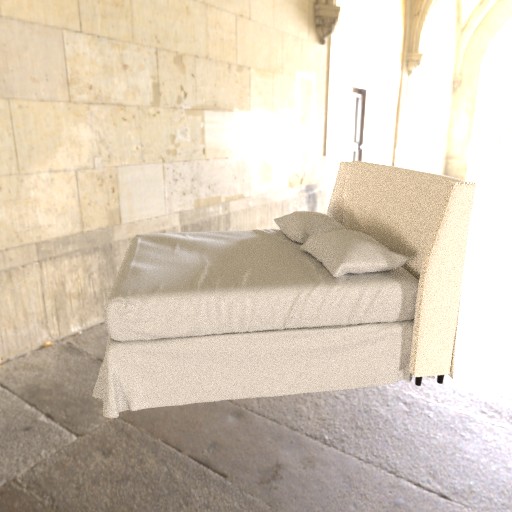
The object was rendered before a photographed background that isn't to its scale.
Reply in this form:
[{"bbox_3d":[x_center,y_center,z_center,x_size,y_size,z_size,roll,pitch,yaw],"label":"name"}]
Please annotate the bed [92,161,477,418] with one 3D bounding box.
[{"bbox_3d":[0.000,0.000,3.418,2.276,1.332,1.925,-3,16,-9],"label":"bed"}]
